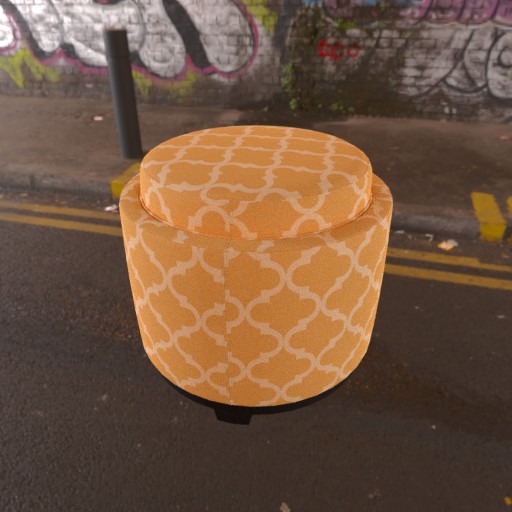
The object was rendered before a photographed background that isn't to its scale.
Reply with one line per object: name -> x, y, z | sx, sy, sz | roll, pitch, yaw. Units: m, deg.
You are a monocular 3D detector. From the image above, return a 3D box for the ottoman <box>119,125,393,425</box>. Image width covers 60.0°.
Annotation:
ottoman -> 0.000, 0.000, 0.862 | 0.480, 0.429, 0.480 | 0, 30, 0
